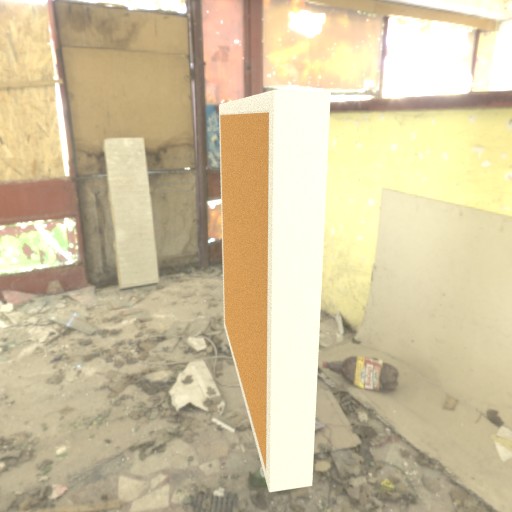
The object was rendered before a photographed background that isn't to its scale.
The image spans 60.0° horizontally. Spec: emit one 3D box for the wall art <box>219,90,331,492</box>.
[{"bbox_3d":[0.000,0.000,0.459,0.037,0.305,0.305,-3,18,-10],"label":"wall art"}]
